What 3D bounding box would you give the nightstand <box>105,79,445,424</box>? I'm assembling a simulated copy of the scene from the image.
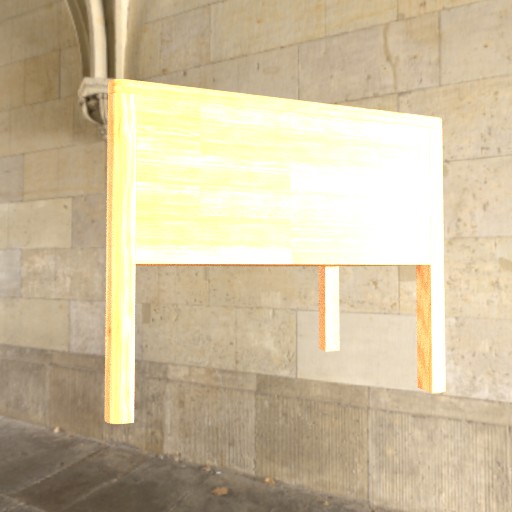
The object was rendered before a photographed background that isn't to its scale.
[{"bbox_3d":[0.000,0.000,0.891,0.560,0.470,0.440,1,-2,-17],"label":"nightstand"}]
